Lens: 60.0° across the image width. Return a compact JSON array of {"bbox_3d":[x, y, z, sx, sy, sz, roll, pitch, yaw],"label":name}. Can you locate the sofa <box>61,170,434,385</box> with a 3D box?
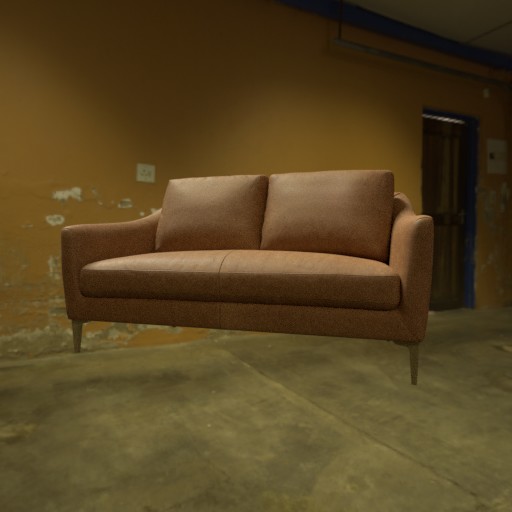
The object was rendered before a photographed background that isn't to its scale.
[{"bbox_3d":[0.000,0.000,2.237,1.619,0.902,0.960,0,1,19],"label":"sofa"}]
